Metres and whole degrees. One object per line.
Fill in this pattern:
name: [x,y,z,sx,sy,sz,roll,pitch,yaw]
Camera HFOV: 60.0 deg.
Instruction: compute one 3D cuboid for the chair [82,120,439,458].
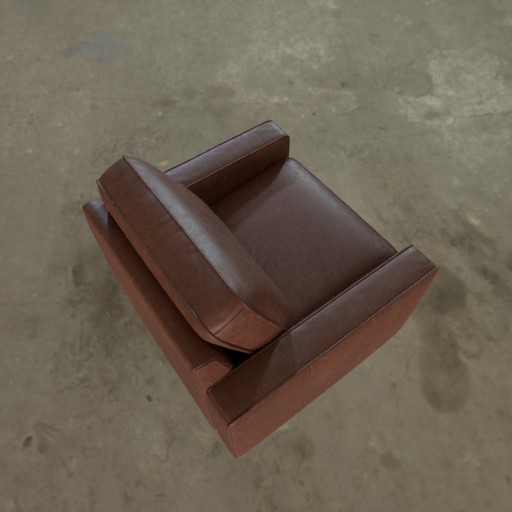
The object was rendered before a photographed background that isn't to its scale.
chair: [0.000,0.000,1.733,0.940,0.919,1.017,-32,62,-19]
